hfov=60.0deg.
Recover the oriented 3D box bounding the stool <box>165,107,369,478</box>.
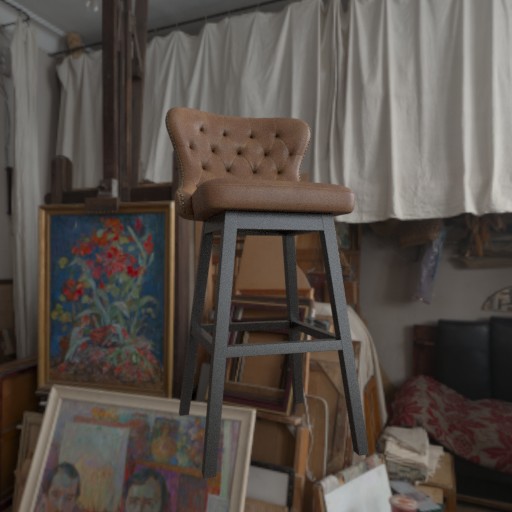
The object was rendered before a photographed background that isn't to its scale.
[{"bbox_3d":[0.000,0.000,1.395,0.528,1.050,0.601,0,0,-17],"label":"stool"}]
